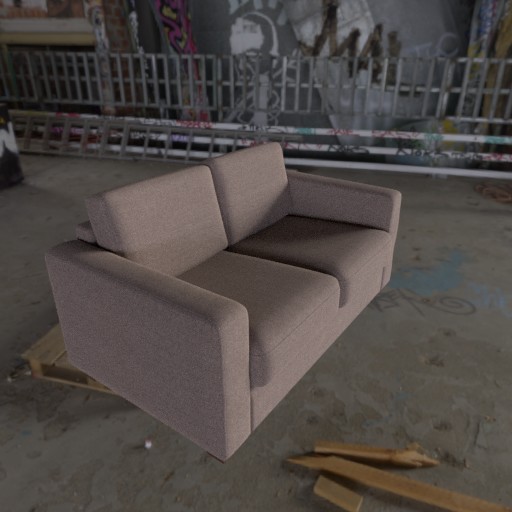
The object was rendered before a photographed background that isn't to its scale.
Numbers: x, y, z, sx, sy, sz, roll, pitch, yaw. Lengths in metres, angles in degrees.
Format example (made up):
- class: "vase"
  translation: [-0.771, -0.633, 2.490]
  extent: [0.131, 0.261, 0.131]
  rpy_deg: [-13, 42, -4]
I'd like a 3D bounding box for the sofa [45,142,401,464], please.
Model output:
- class: "sofa"
  translation: [0.000, 0.000, 2.043]
  extent: [0.900, 0.800, 1.520]
  rpy_deg: [17, 31, 31]
